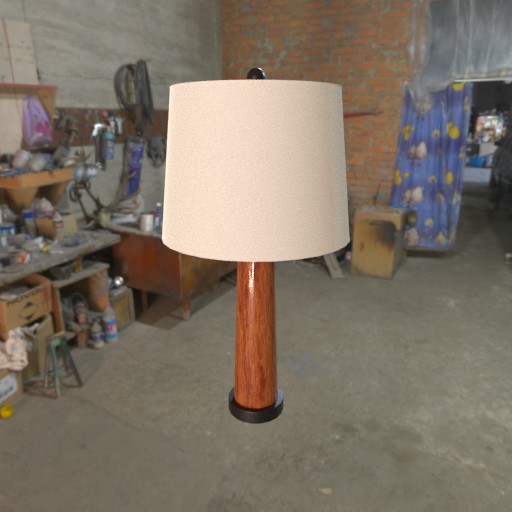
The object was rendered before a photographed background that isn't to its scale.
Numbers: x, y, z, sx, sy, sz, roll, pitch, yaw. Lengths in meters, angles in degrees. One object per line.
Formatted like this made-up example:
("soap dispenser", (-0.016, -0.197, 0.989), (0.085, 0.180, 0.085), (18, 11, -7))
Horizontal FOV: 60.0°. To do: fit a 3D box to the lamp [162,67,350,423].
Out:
("lamp", (0.000, 0.000, 0.848), (0.349, 0.667, 0.349), (0, 17, 0))
